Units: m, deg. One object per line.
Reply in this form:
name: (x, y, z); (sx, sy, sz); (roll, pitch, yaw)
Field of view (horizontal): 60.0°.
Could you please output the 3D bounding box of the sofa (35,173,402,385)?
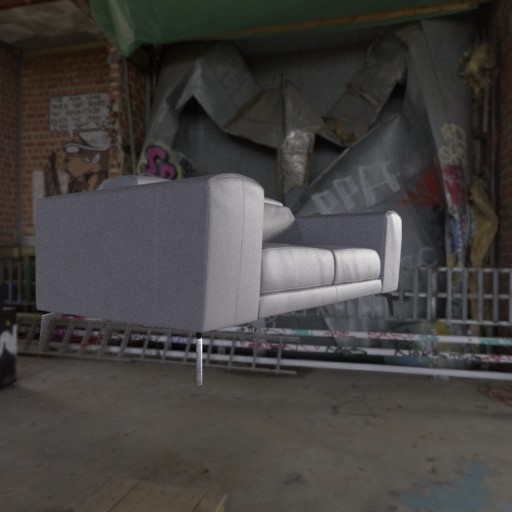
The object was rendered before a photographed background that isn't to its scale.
sofa: (0.000, 0.000, 2.355); (1.003, 0.779, 1.895); (0, 1, 35)
